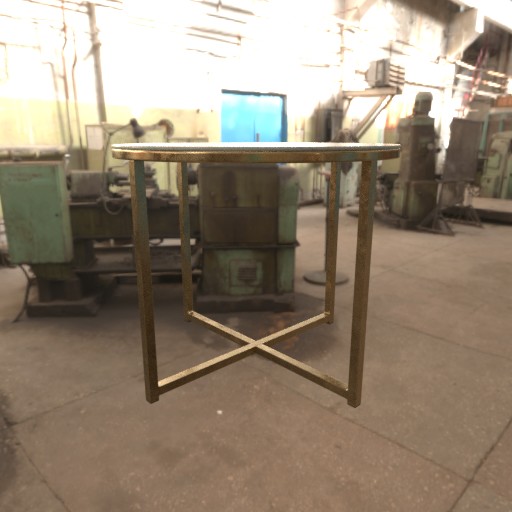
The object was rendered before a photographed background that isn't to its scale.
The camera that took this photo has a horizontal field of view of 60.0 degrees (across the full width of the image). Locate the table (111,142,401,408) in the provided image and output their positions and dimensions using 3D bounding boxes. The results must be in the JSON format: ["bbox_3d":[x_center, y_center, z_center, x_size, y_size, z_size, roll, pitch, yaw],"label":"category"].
[{"bbox_3d":[0.000,0.000,0.857,0.500,0.420,0.500,0,15,0],"label":"table"}]
